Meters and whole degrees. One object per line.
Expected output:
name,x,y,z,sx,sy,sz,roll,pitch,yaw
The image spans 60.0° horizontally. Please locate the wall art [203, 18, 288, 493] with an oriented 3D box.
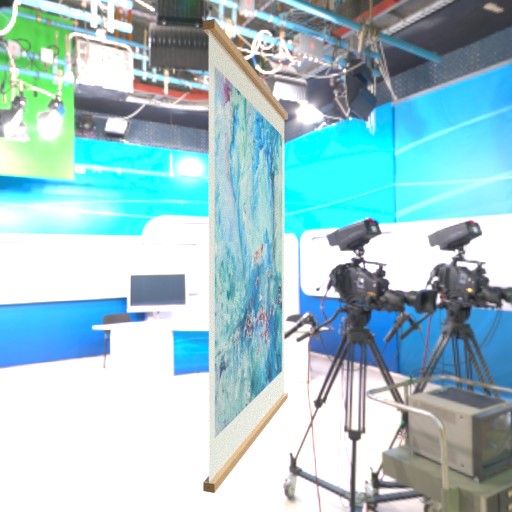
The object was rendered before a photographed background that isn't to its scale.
wall art,0.000,0.000,0.764,0.016,0.611,0.401,0,0,18
